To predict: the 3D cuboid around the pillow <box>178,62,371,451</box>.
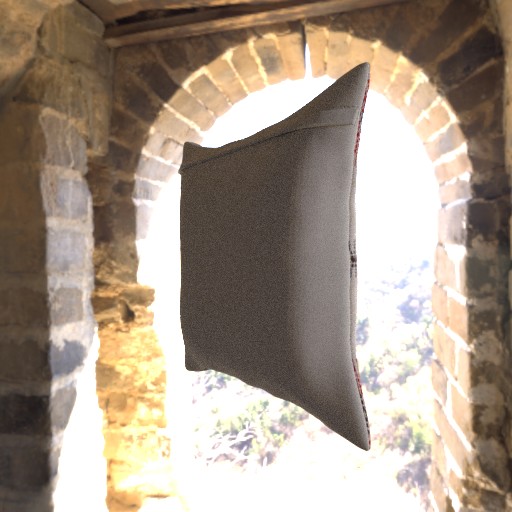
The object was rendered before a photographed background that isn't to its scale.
[{"bbox_3d":[0.000,0.000,0.704,0.160,0.454,0.463,0,0,-36],"label":"pillow"}]
